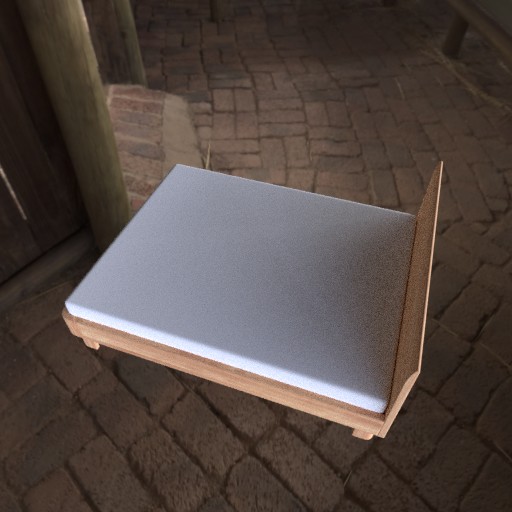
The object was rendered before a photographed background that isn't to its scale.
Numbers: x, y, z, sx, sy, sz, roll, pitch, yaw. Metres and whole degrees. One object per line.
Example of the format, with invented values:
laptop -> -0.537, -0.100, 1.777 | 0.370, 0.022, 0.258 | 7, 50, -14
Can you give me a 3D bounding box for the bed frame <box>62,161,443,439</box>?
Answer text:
bed frame -> 0.000, 0.000, 3.036 | 2.092, 0.940, 1.660 | 14, 49, 13
